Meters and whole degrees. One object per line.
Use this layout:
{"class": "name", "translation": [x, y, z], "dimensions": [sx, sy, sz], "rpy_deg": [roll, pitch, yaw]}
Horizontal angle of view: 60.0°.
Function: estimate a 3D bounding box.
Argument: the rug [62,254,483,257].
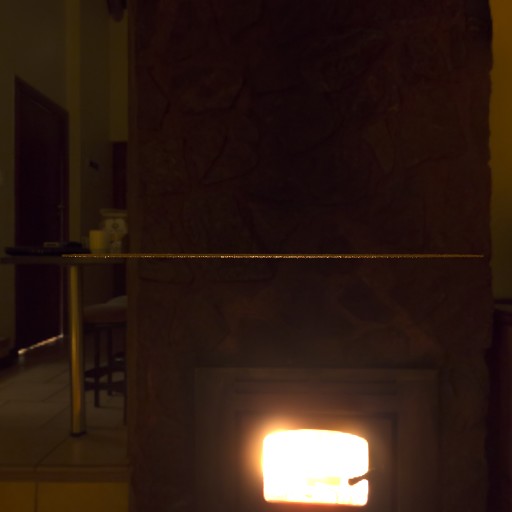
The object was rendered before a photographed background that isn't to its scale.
{"class": "rug", "translation": [0.000, 0.000, 2.949], "dimensions": [2.214, 0.013, 1.609], "rpy_deg": [0, 0, -18]}
